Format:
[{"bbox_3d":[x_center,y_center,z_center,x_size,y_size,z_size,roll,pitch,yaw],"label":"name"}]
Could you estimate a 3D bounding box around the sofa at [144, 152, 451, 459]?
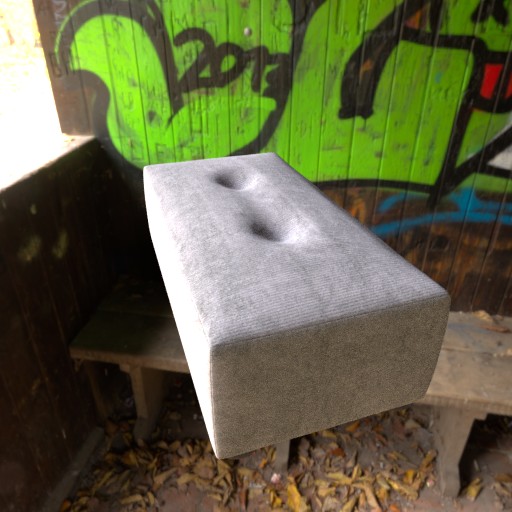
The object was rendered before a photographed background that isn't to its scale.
[{"bbox_3d":[0.000,0.000,1.182,0.480,0.330,0.930,-10,32,-16],"label":"sofa"}]
